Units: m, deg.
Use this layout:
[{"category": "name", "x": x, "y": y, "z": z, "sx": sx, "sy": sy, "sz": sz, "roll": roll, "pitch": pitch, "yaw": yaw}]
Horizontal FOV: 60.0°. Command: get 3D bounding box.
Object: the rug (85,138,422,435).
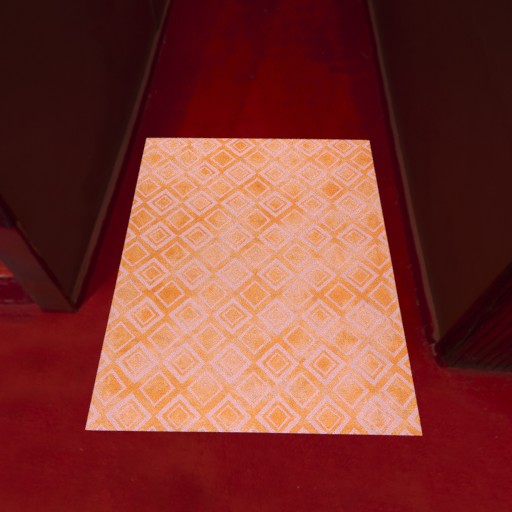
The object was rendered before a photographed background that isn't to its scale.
[{"category": "rug", "x": 0.000, "y": 0.000, "z": 4.018, "sx": 2.433, "sy": 0.011, "sz": 3.037, "roll": 1, "pitch": 57, "yaw": 0}]
